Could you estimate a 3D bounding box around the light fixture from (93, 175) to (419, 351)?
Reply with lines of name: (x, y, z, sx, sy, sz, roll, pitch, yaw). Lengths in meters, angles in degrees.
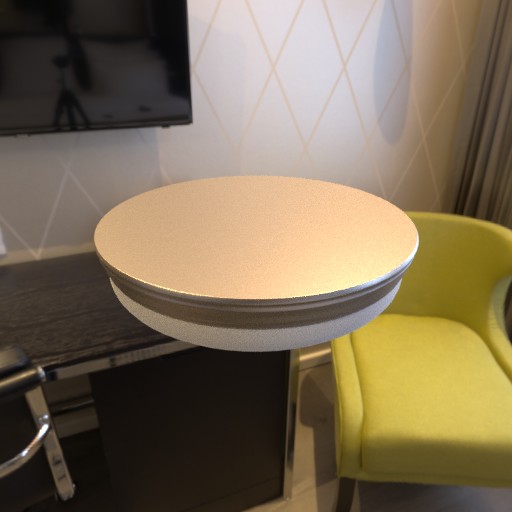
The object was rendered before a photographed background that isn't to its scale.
light fixture: (0.000, 0.000, 0.548, 0.368, 0.100, 0.368, 0, 26, 0)
